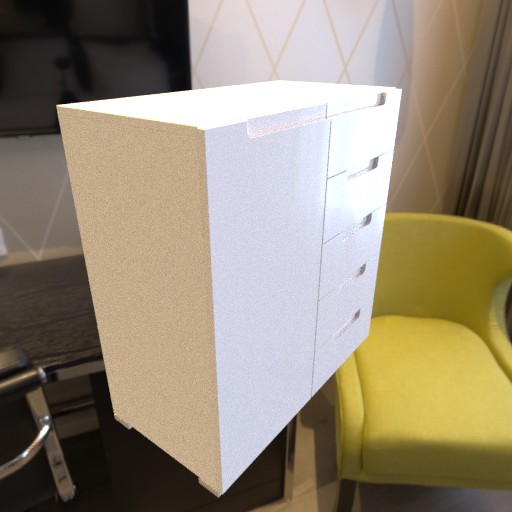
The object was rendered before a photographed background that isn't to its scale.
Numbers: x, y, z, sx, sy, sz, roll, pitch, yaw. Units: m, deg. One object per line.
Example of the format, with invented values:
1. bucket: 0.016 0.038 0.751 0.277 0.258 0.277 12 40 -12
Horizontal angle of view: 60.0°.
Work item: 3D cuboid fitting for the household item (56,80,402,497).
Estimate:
1. household item: 0.000 0.000 1.270 0.420 0.870 0.800 19 32 33
